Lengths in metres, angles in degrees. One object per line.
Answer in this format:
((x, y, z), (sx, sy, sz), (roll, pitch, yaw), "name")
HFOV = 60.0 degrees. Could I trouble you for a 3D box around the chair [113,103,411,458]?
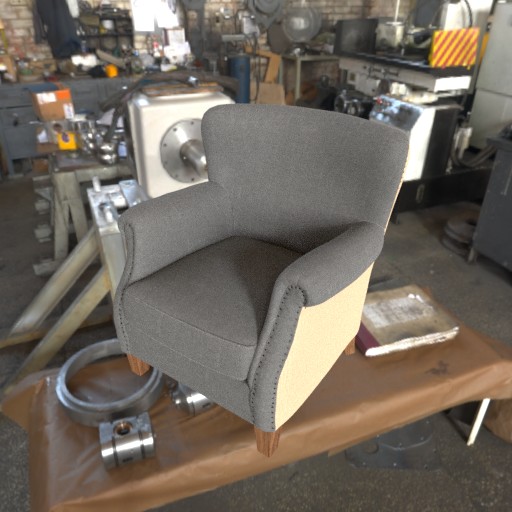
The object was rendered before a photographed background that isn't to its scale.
((0.000, 0.000, 1.669), (0.861, 0.936, 0.921), (19, 36, 29), "chair")
